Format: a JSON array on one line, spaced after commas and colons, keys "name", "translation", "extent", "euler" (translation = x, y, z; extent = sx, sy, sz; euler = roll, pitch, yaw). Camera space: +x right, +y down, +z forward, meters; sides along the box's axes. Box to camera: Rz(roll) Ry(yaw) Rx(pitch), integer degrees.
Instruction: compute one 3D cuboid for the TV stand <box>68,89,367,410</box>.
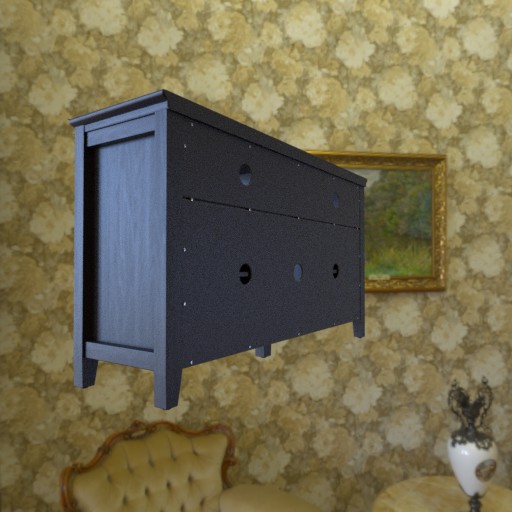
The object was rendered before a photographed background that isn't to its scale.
[{"name": "TV stand", "translation": [0.000, 0.000, 1.512], "extent": [0.347, 0.681, 1.198], "euler": [-1, -1, 34]}]
